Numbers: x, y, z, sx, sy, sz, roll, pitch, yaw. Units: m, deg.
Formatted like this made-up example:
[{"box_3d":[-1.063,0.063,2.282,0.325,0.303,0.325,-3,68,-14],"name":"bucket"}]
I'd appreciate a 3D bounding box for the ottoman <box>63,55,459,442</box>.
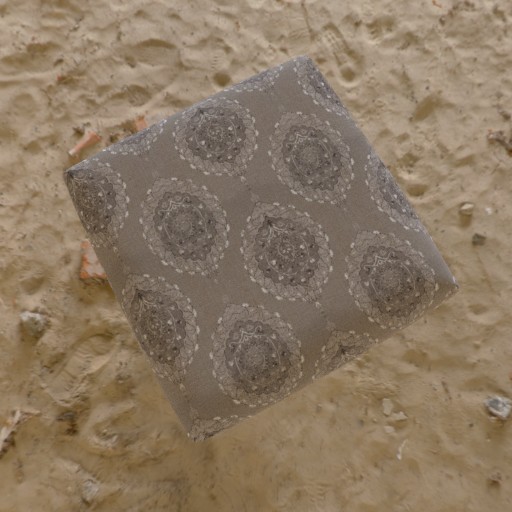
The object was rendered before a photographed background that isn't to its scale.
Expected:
[{"box_3d":[0.000,0.000,0.909,0.497,0.473,0.507,-28,79,-6],"name":"ottoman"}]
